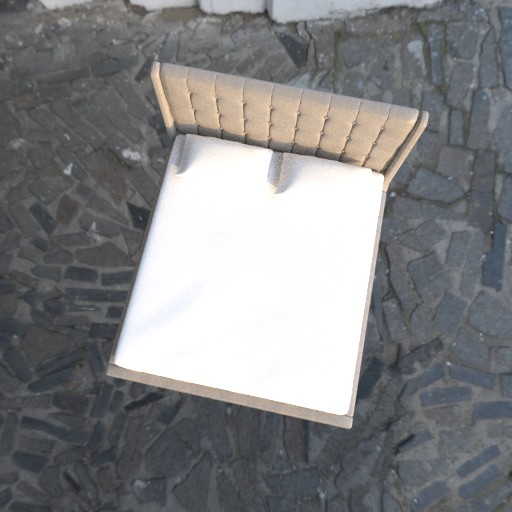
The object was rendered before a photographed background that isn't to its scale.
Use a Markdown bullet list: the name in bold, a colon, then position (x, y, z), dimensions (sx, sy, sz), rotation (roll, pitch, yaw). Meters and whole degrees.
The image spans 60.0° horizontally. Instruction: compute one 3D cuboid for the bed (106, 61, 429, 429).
- **bed**: position (0.000, 0.000, 3.576), dimensions (2.062, 1.289, 2.342), rotation (12, 77, 3)
